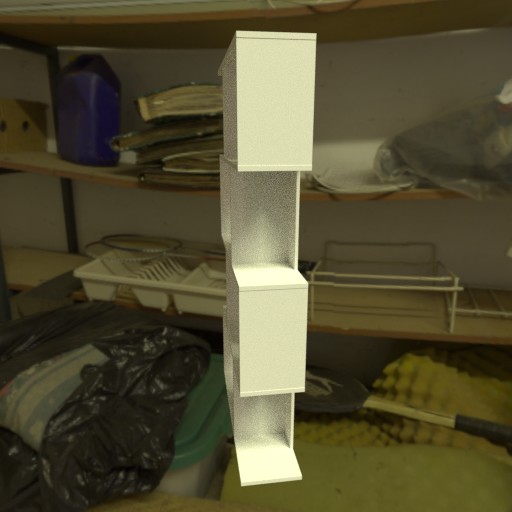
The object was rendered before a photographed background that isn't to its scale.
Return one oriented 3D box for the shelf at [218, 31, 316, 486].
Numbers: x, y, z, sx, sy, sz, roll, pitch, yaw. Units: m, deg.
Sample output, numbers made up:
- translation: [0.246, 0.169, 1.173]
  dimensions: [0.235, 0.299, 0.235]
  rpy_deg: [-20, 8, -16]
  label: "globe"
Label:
- translation: [0.000, 0.000, 1.990]
  dimensions: [0.250, 1.650, 0.890]
  rpy_deg: [-2, 15, -8]
  label: "shelf"
